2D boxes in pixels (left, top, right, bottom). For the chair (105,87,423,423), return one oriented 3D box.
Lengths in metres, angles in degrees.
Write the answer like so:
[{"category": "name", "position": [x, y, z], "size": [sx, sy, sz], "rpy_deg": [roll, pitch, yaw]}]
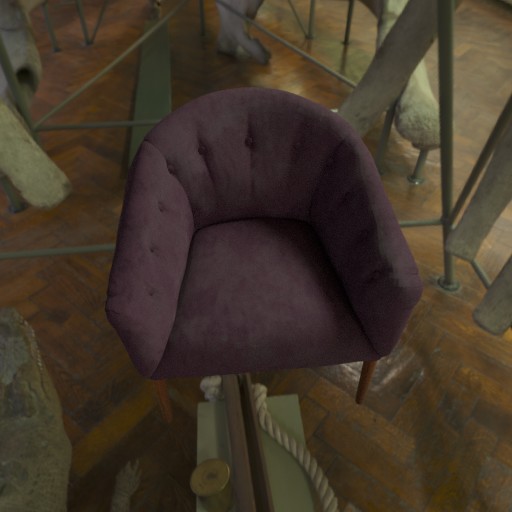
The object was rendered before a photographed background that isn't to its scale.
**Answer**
[{"category": "chair", "position": [0.000, 0.000, 1.523], "size": [0.851, 0.885, 0.776], "rpy_deg": [-4, 45, -4]}]
